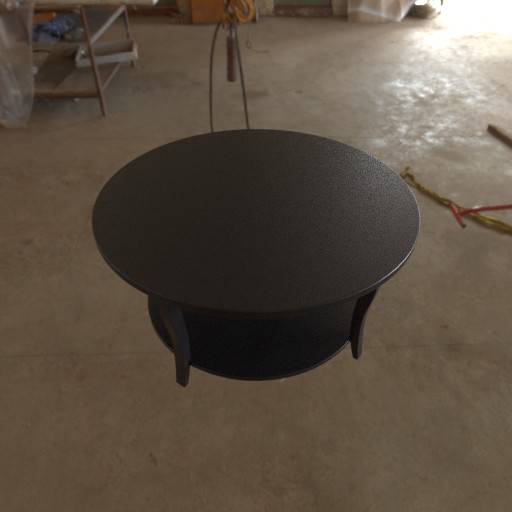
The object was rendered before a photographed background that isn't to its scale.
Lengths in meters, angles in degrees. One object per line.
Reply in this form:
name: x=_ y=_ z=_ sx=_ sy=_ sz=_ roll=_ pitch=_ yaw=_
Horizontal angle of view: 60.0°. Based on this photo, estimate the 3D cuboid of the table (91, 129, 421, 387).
table: x=0.000 y=0.000 z=1.424 sx=0.914 sy=0.457 sz=0.914 roll=0 pitch=40 yaw=0
